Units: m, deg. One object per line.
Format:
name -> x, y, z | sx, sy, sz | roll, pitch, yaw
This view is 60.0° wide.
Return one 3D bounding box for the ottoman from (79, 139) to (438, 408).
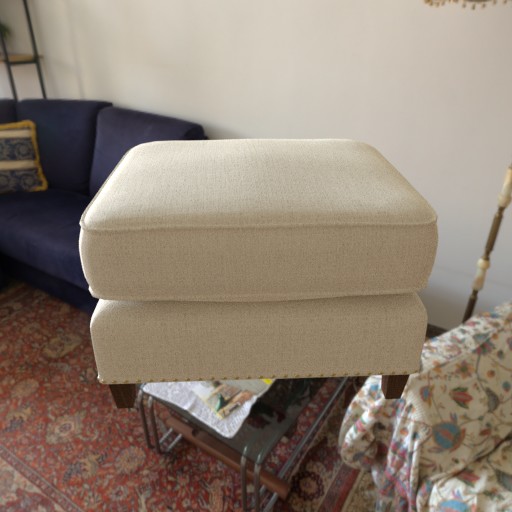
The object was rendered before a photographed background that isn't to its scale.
ottoman -> 0.000, 0.000, 1.165 | 0.738, 0.537, 0.589 | -1, 30, -2
